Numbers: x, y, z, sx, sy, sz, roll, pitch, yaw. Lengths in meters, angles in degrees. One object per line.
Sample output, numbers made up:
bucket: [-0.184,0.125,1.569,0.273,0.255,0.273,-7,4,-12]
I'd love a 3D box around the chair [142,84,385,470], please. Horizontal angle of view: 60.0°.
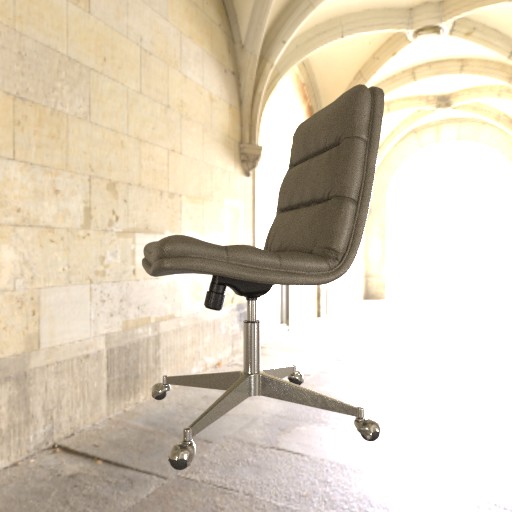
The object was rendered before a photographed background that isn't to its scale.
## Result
chair: [0.000,0.000,1.010,0.485,0.738,0.422,0,1,-18]
